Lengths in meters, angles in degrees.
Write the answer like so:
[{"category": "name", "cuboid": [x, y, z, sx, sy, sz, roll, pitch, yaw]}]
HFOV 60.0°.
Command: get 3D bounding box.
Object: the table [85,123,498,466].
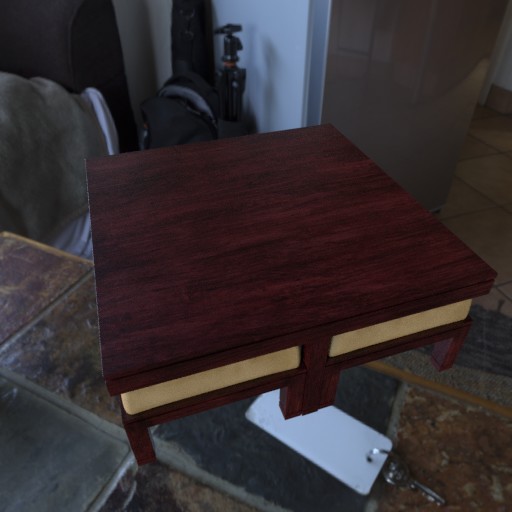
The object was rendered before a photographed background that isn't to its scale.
[{"category": "table", "cuboid": [0.000, 0.000, 1.324, 0.865, 0.356, 0.865, -12, 41, -14]}]
